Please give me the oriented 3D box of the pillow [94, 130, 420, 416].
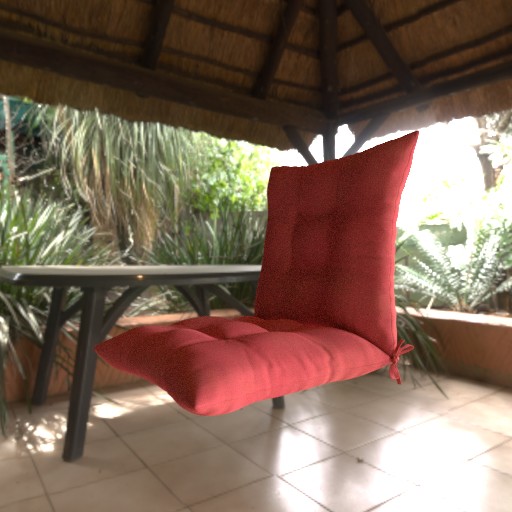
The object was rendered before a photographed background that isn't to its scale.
[{"bbox_3d":[0.000,0.000,1.000,0.585,0.536,0.541,0,1,-36],"label":"pillow"}]
